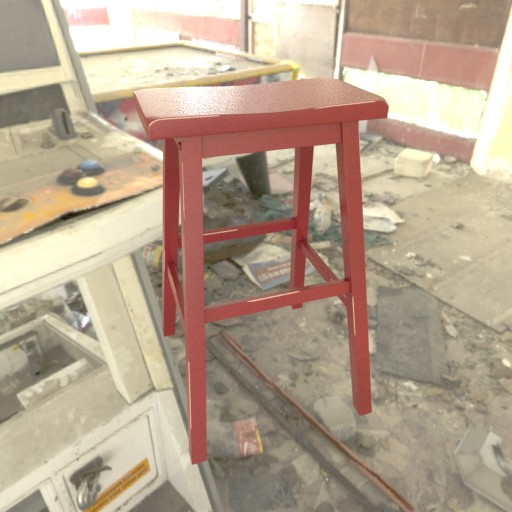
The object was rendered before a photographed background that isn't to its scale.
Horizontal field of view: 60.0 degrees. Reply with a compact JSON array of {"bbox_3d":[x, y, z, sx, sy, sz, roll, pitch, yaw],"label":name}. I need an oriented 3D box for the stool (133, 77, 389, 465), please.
[{"bbox_3d":[0.000,0.000,1.051,0.457,0.737,0.476,-10,33,-15],"label":"stool"}]
